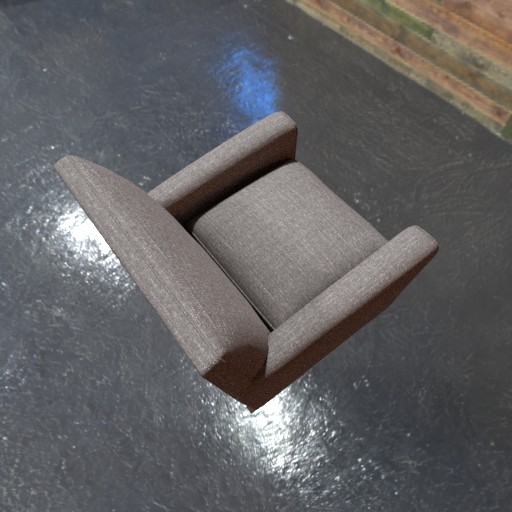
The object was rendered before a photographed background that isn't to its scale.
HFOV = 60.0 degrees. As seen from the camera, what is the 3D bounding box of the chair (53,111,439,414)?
[{"bbox_3d":[0.000,0.000,1.598,0.875,0.885,0.838,-33,63,-19],"label":"chair"}]
